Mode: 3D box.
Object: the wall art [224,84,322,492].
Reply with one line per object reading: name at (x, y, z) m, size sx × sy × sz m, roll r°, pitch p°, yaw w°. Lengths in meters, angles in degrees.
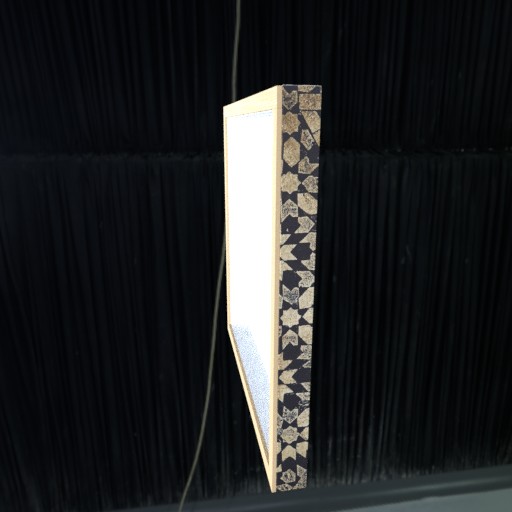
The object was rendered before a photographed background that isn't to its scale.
wall art at (0.000, 0.000, 0.608) m, size 0.038 × 0.405 × 0.405 m, roll -3°, pitch 16°, yaw -10°
